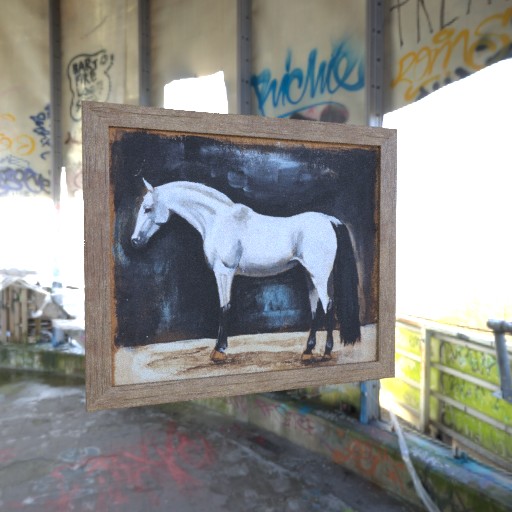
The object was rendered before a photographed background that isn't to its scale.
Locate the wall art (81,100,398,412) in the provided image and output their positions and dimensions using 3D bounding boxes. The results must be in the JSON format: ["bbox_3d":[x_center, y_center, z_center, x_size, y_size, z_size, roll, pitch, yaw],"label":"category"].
[{"bbox_3d":[0.000,0.000,0.951,0.690,0.588,0.026,-1,2,-18],"label":"wall art"}]
